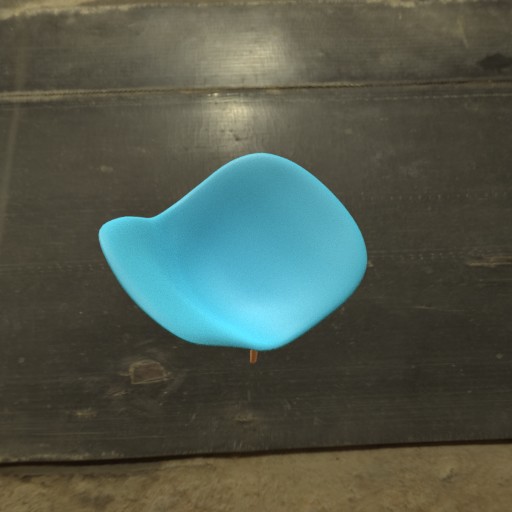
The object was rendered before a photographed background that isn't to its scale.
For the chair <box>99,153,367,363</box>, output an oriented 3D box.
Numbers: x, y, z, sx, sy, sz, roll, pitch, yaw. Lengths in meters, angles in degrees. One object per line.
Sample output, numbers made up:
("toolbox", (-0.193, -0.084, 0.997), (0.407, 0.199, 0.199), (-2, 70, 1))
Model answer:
("chair", (0.000, 0.000, 1.136), (0.531, 0.826, 0.470), (-39, 78, -10))
